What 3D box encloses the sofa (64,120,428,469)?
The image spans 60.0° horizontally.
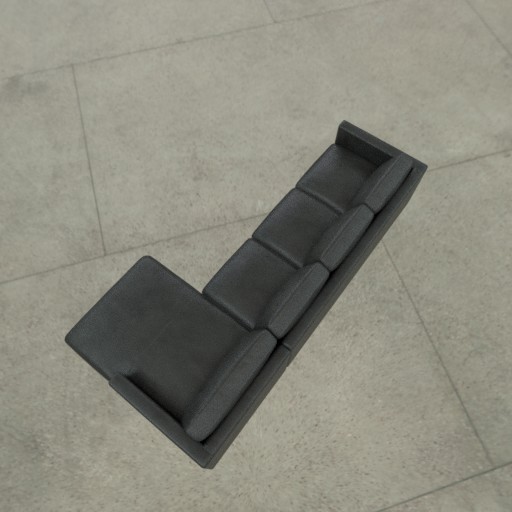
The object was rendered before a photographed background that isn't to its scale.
[{"bbox_3d":[0.000,0.000,4.014,1.581,0.883,3.203,35,69,16],"label":"sofa"}]
